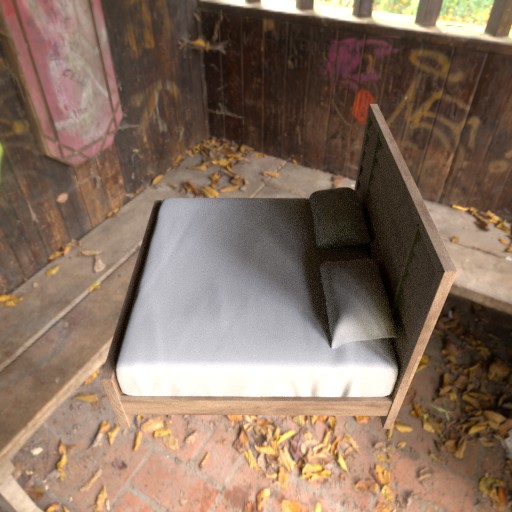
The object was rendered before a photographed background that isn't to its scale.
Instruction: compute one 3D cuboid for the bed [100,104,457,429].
[{"bbox_3d":[0.000,0.000,3.515,2.032,1.626,2.032,0,42,0],"label":"bed"}]
